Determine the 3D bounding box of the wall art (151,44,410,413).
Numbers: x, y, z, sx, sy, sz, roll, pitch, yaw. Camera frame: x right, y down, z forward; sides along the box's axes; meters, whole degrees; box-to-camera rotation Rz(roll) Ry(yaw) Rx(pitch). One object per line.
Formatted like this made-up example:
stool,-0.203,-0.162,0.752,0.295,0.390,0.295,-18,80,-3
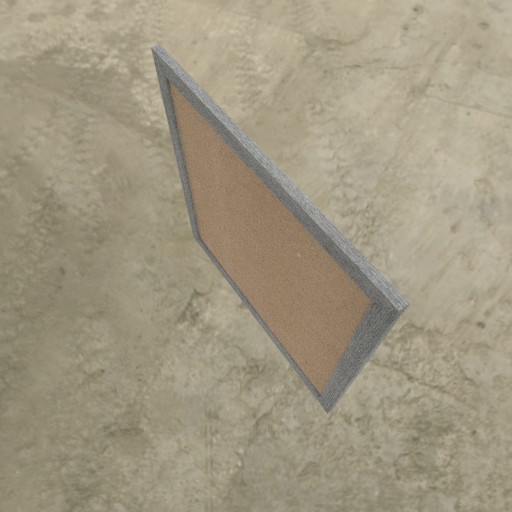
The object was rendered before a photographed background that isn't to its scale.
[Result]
wall art,0.000,0.000,1.026,0.020,0.685,0.685,-31,65,-17
